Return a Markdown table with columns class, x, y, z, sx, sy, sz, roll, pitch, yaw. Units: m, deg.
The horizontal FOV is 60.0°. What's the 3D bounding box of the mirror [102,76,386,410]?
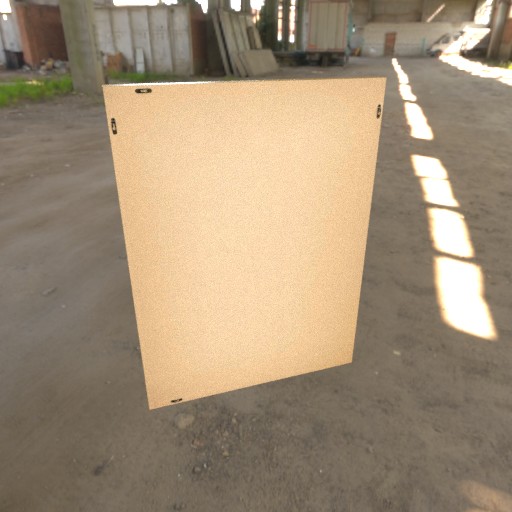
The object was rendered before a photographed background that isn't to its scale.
| class | x | y | z | sx | sy | sz | roll | pitch | yaw |
| --- | --- | --- | --- | --- | --- | --- | --- | --- | --- |
| mirror | 0.000 | 0.000 | 1.377 | 0.762 | 1.016 | 0.041 | -8 | 28 | -16 |
